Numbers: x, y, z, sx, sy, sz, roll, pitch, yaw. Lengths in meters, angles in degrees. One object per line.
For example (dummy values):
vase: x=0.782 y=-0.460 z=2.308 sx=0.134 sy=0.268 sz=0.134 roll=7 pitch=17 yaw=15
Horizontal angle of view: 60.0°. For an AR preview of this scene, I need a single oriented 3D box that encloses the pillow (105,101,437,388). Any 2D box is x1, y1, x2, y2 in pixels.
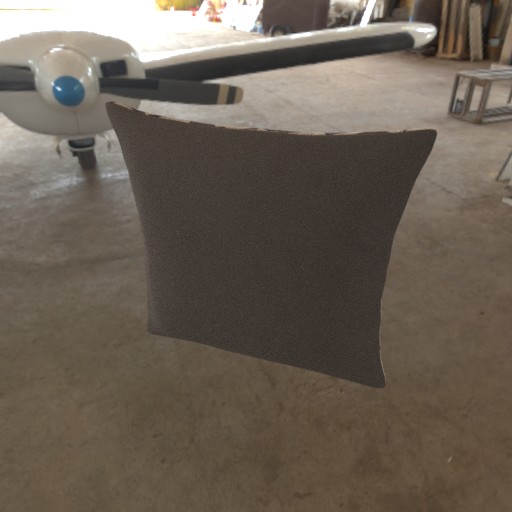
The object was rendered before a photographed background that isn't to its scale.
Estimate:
pillow: x=0.000 y=0.000 z=0.802 sx=0.526 sy=0.507 sz=0.166 roll=10 pitch=33 yaw=16
